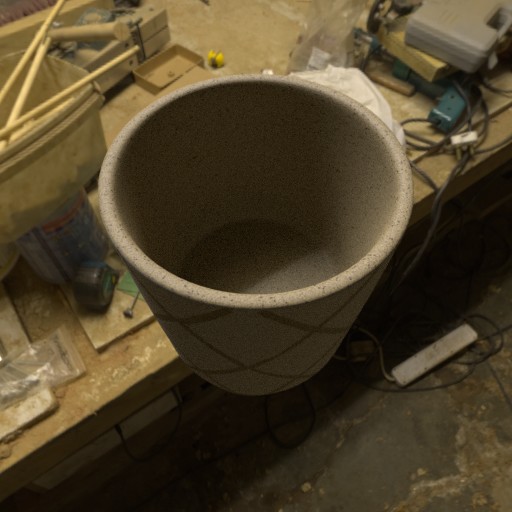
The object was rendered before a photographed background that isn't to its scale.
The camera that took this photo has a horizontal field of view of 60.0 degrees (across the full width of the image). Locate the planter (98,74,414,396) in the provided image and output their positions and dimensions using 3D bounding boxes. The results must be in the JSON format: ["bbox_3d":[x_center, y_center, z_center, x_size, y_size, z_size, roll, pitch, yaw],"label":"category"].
[{"bbox_3d":[0.000,0.000,0.421,0.228,0.235,0.228,0,57,0],"label":"planter"}]
